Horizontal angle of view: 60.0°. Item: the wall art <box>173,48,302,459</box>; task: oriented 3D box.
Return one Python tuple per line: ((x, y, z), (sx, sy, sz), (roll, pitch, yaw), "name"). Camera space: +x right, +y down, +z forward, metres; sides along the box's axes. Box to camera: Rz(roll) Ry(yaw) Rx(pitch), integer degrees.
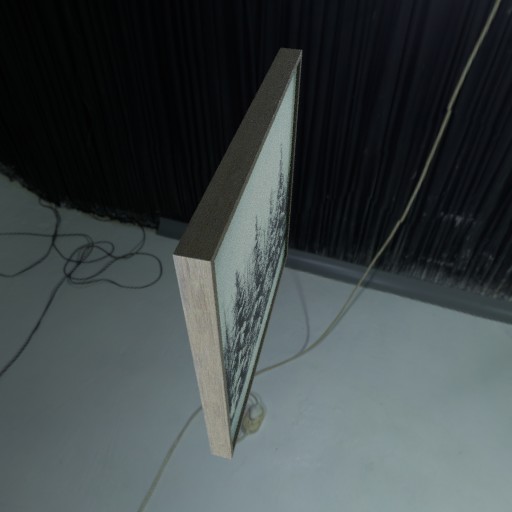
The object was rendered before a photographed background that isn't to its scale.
((0.000, 0.000, 0.768), (0.037, 0.507, 0.507), (10, 47, 9), "wall art")
